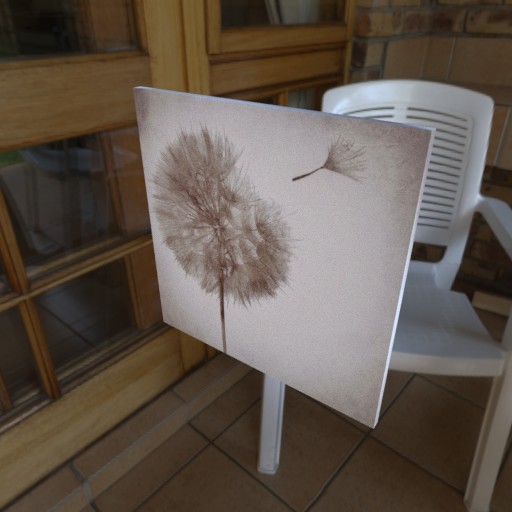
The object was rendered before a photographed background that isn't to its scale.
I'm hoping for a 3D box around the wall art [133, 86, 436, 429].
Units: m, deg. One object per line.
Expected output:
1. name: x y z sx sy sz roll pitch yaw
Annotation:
1. wall art: 0.000 0.000 1.153 0.762 0.762 0.027 19 35 30
